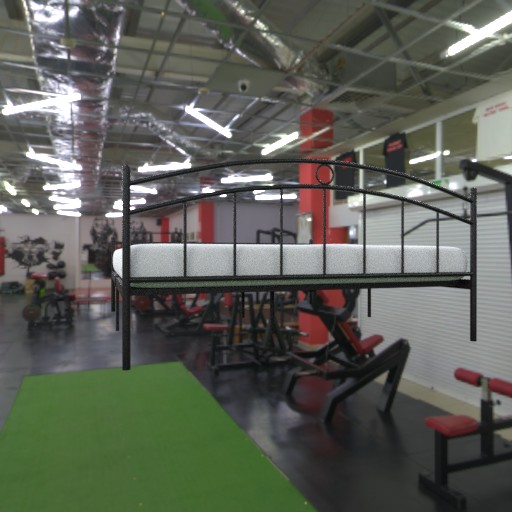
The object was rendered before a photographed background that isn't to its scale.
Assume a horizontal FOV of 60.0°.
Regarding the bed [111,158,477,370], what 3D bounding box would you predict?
[{"bbox_3d":[0.000,0.000,3.095,1.880,0.940,2.040,0,0,-19],"label":"bed"}]
